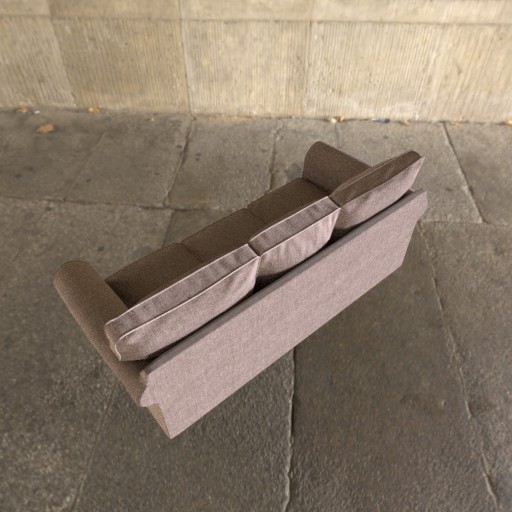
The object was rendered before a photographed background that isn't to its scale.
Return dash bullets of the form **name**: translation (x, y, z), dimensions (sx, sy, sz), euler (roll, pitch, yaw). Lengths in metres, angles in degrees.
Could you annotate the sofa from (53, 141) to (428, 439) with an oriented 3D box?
- **sofa**: translation (0.000, 0.000, 2.655), dimensions (2.084, 0.961, 0.916), euler (-31, 53, -27)
